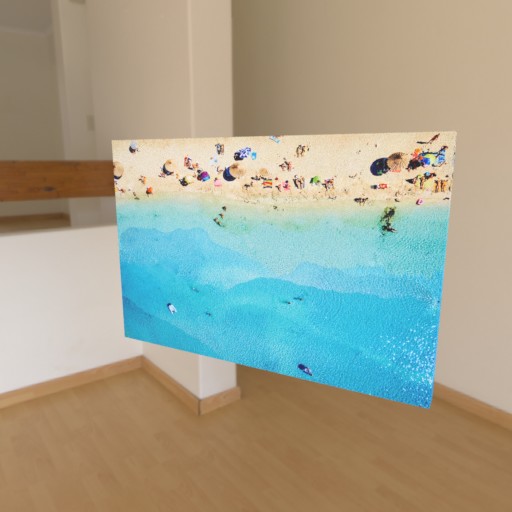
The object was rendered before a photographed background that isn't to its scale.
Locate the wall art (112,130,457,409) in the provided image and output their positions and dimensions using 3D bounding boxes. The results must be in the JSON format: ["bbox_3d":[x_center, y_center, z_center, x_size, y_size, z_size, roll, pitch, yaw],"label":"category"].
[{"bbox_3d":[0.000,0.000,1.143,0.894,0.595,0.057,6,14,27],"label":"wall art"}]
